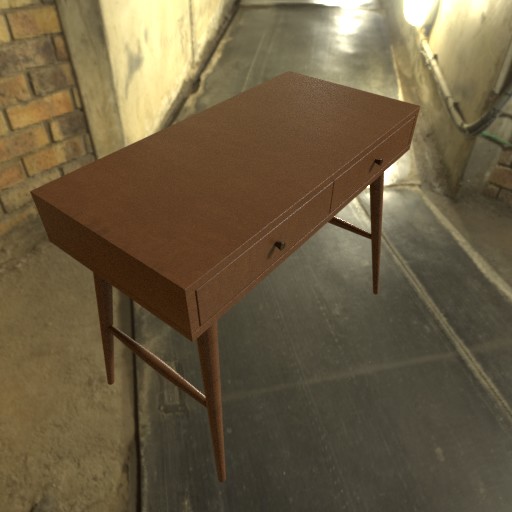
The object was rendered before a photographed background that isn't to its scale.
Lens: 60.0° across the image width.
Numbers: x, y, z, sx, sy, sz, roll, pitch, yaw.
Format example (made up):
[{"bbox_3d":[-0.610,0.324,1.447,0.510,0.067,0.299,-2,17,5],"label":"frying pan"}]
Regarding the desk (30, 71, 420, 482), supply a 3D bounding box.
[{"bbox_3d":[0.000,0.000,1.363,0.510,0.758,0.949,28,48,28],"label":"desk"}]
